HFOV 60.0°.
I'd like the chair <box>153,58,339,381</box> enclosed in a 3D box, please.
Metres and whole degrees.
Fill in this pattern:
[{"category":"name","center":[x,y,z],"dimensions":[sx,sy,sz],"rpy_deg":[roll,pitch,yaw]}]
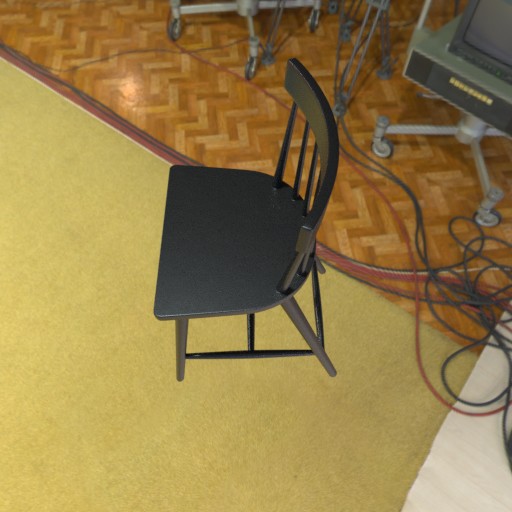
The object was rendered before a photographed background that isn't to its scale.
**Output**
[{"category":"chair","center":[0.000,0.000,1.283],"dimensions":[0.572,0.952,0.483],"rpy_deg":[-1,59,0]}]
